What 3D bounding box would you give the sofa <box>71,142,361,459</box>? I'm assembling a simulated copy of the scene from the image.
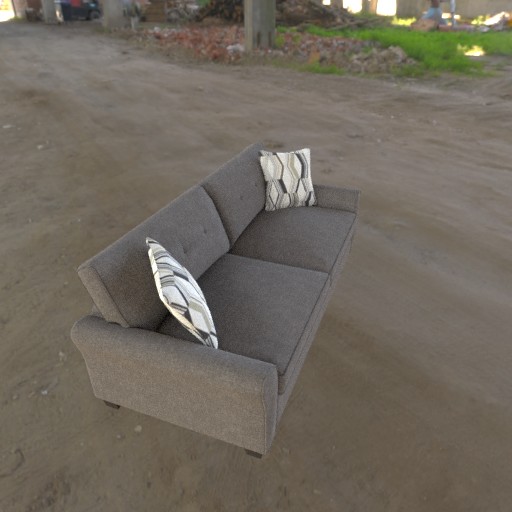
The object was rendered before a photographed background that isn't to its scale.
[{"bbox_3d":[0.000,0.000,2.569,0.889,0.813,2.032,11,32,18],"label":"sofa"}]
